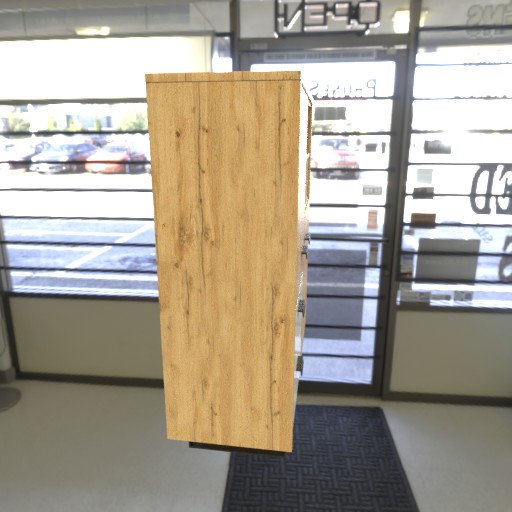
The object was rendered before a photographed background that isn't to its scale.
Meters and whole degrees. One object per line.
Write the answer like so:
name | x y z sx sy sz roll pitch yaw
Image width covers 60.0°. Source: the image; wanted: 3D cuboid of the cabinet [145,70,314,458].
cabinet | 0.000 0.000 1.993 0.473 1.397 1.168 2 16 9
